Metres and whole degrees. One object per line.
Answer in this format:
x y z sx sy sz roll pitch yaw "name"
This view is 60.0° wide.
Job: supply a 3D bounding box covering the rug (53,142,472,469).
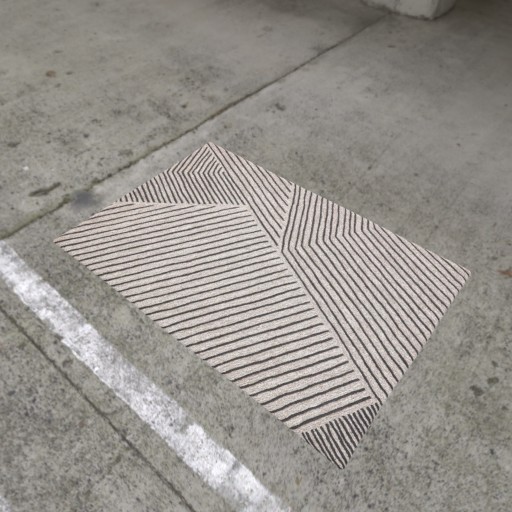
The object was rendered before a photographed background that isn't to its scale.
0.000 0.000 2.331 1.842 0.019 1.237 31 55 25 "rug"
